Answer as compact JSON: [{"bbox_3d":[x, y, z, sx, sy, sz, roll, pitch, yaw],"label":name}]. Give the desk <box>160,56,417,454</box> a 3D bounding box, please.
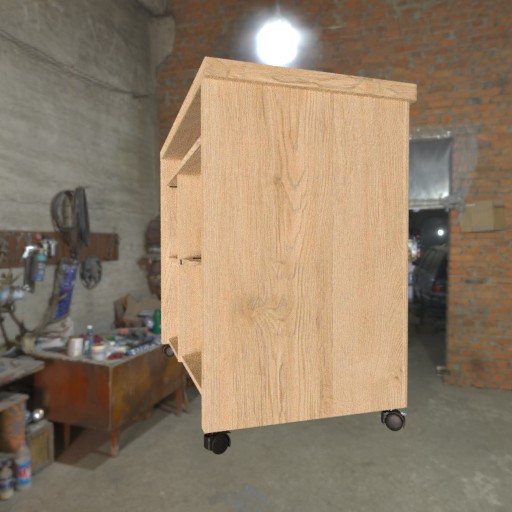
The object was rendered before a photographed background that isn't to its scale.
[{"bbox_3d":[0.000,0.000,1.333,0.480,0.770,0.885,0,1,-18],"label":"desk"}]
